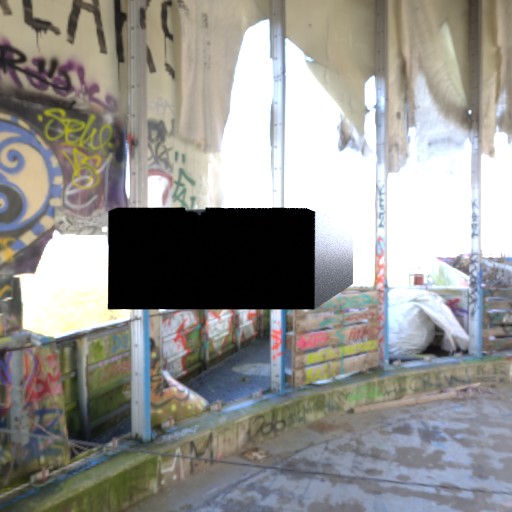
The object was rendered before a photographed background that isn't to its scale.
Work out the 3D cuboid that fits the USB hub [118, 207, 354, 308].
[{"bbox_3d":[0.000,0.000,0.129,0.044,0.023,0.110,0,1,19],"label":"USB hub"}]
